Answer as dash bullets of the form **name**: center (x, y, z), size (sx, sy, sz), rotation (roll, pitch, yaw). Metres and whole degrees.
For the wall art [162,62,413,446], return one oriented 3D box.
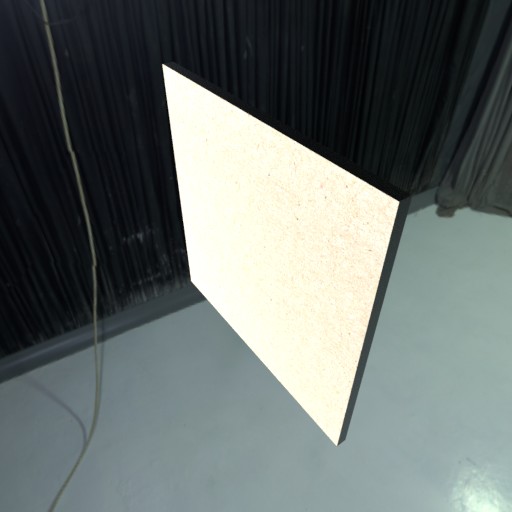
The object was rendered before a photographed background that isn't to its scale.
- **wall art**: center (0.000, 0.000, 1.160), size (0.031, 0.775, 0.773), rotation (-25, 47, -26)
